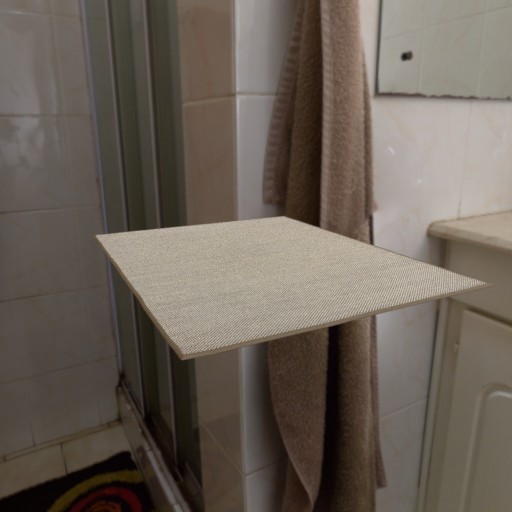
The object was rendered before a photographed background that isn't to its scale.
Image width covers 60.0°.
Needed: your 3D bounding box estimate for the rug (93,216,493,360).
[{"bbox_3d":[0.000,0.000,4.023,2.413,0.020,3.041,-8,18,-26],"label":"rug"}]
